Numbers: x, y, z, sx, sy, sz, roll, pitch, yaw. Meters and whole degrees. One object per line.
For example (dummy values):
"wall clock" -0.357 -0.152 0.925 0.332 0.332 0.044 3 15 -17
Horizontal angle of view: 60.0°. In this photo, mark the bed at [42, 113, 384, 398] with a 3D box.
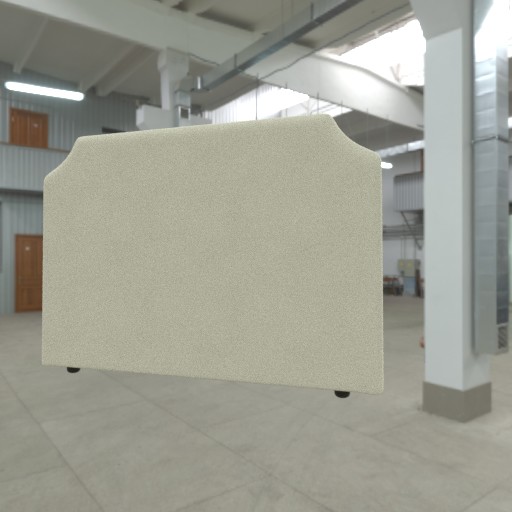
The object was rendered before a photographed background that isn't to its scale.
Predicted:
"bed" 0.000 0.000 3.229 1.827 1.296 2.209 0 0 17
